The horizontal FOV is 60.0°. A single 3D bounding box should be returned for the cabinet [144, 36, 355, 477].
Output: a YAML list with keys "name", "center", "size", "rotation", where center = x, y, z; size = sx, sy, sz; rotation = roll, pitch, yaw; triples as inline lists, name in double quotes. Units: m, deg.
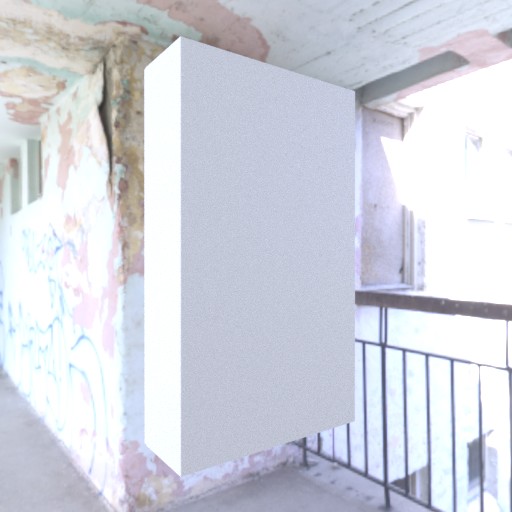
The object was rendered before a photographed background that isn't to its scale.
- name: "cabinet"
  center: [0.000, 0.000, 2.723]
  size: [1.250, 2.160, 0.480]
  rotation: [0, 0, -36]
